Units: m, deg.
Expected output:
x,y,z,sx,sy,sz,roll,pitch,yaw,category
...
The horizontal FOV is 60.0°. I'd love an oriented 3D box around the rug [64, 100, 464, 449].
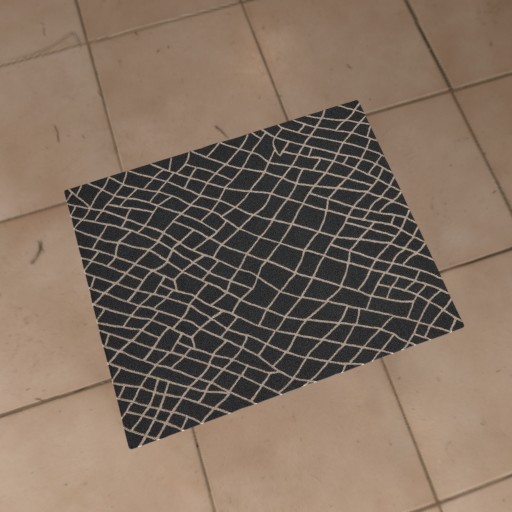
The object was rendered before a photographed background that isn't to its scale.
x,y,z,sx,sy,sz,roll,pitch,yaw,category
0.000,0.000,4.064,3.047,0.022,2.439,-19,75,-5,rug
